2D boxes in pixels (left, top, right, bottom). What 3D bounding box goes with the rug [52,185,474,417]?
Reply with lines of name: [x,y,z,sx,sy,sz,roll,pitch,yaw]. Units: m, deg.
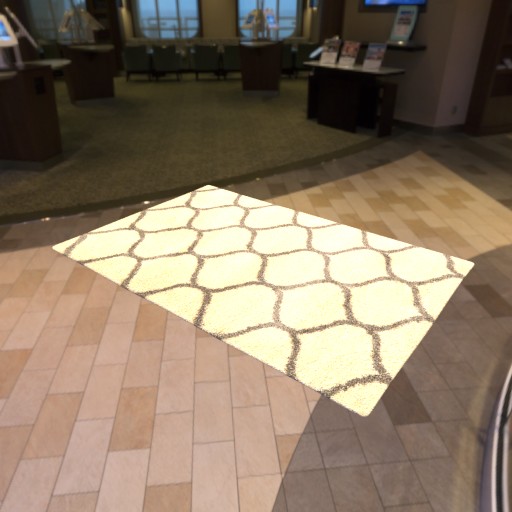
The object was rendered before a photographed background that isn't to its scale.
rug: [0.000,0.000,3.383,2.701,0.026,1.801,21,35,33]
